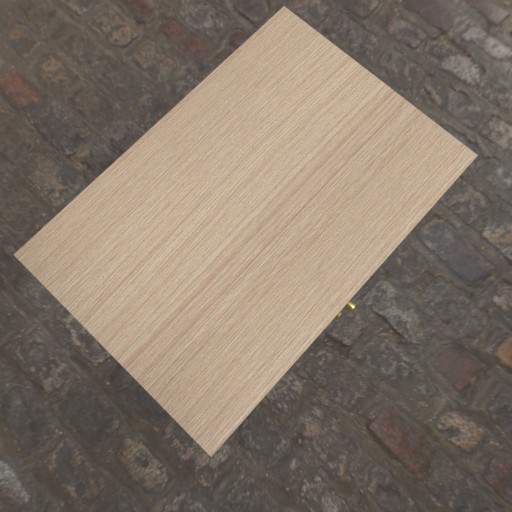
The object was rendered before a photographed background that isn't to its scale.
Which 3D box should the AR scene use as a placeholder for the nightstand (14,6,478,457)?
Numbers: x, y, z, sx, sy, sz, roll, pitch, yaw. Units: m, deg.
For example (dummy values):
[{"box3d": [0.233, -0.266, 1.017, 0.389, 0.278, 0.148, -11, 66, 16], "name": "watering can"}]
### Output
[{"box3d": [0.000, 0.000, 0.940, 0.407, 0.610, 0.571, 42, 80, 9], "name": "nightstand"}]
